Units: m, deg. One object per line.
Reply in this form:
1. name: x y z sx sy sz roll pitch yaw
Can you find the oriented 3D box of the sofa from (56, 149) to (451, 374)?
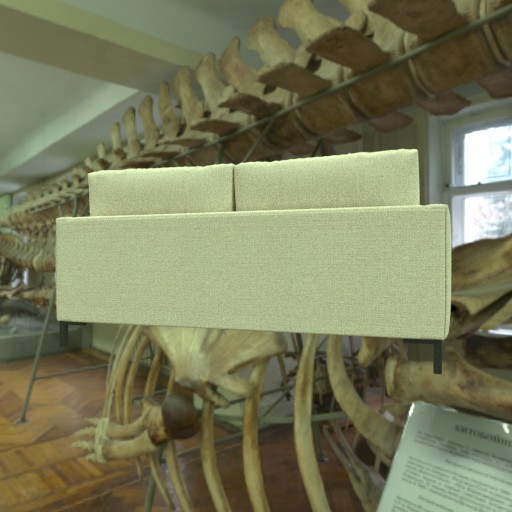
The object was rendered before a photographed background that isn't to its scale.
1. sofa: 0.000 0.000 2.124 1.651 0.812 0.839 0 -1 17
